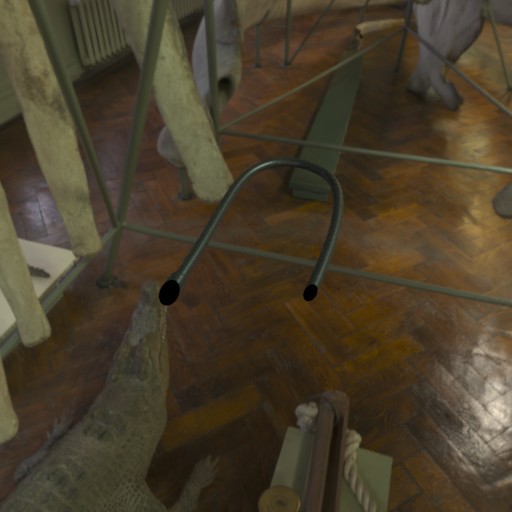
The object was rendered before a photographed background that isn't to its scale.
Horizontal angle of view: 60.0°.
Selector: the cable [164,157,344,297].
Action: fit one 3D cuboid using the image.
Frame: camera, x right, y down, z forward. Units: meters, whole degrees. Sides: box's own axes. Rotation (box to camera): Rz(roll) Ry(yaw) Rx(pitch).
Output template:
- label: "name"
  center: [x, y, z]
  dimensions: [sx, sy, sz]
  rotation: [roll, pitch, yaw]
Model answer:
- label: "cable"
  center: [0.000, 0.000, 0.109]
  dimensions: [0.040, 0.006, 0.098]
  rotation: [12, 43, 13]
